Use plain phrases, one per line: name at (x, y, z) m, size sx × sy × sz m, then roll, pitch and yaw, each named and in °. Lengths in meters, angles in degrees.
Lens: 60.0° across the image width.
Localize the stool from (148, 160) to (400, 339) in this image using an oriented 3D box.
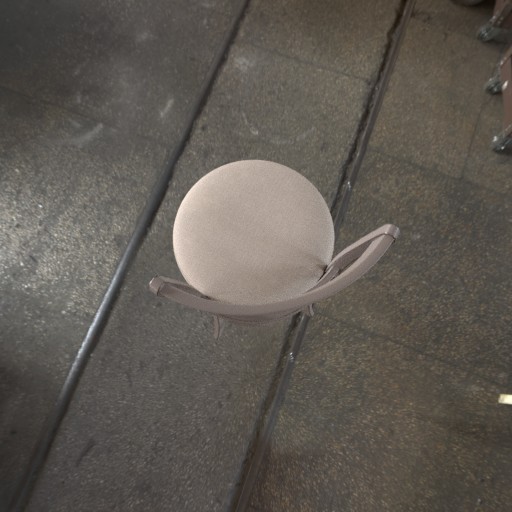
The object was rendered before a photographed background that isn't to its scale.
stool at (0.000, 0.000, 1.262) m, size 0.436 × 1.023 × 0.475 m, roll -13°, pitch 75°, yaw -4°
